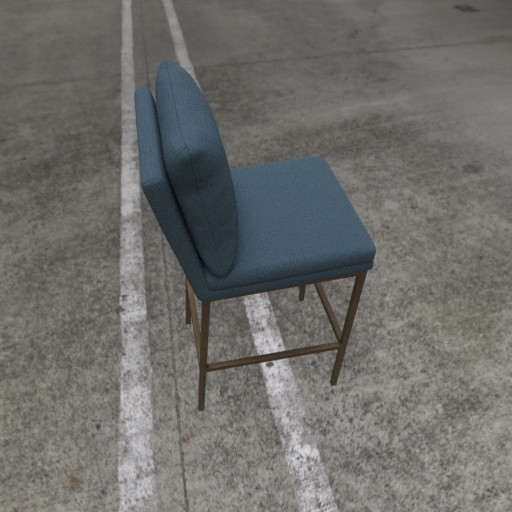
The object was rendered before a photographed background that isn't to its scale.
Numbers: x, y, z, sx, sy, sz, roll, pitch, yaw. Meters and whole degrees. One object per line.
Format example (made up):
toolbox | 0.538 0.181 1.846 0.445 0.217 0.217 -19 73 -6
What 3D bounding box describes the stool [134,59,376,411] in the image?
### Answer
stool | 0.000 0.000 1.420 0.568 1.124 0.463 -9 47 -9
